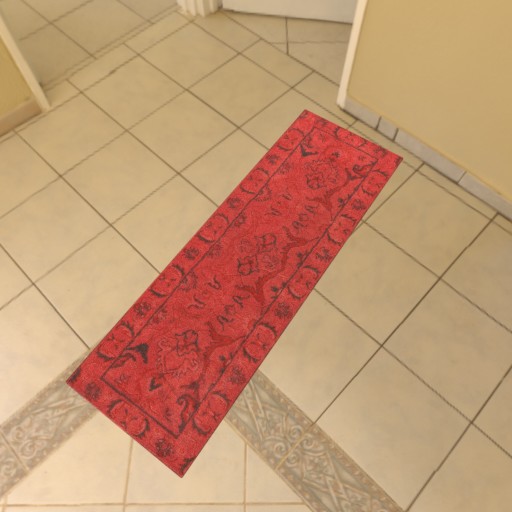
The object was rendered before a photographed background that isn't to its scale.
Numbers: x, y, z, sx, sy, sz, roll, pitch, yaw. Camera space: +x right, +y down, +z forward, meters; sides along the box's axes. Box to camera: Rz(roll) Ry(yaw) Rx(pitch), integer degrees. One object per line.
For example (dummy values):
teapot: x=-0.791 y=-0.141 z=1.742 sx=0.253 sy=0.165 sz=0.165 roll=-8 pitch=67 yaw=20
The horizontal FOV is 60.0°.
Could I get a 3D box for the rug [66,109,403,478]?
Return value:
rug: x=0.000 y=0.000 z=2.743 sx=0.813 sy=0.018 sz=2.439 roll=32 pitch=67 yaw=15
